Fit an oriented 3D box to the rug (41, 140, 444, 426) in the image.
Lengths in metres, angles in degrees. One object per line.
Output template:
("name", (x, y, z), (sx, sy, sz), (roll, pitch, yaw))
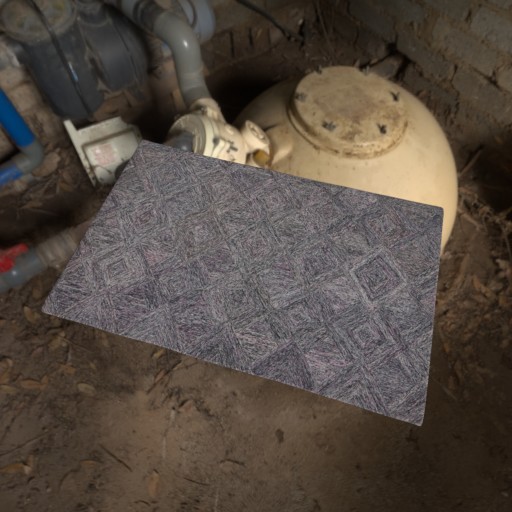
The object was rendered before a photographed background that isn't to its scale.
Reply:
("rug", (0.000, 0.000, 2.204), (1.752, 0.013, 1.158), (14, 60, 9))
